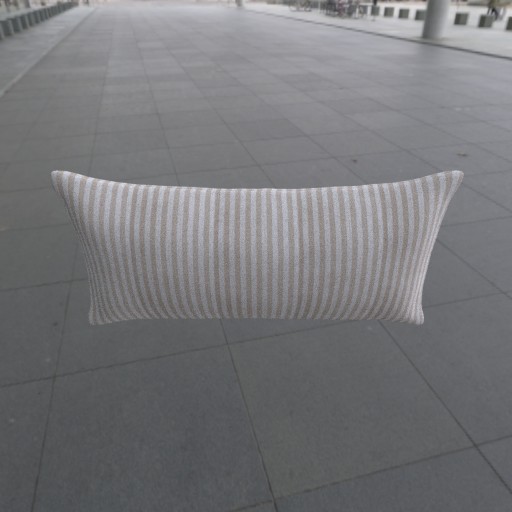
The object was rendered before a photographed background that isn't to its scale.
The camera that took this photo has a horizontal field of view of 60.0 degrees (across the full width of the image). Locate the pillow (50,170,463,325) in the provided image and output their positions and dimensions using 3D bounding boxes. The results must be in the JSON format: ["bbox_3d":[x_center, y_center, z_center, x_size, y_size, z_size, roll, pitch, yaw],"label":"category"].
[{"bbox_3d":[0.000,0.000,0.734,0.617,0.295,0.151,0,31,0],"label":"pillow"}]
